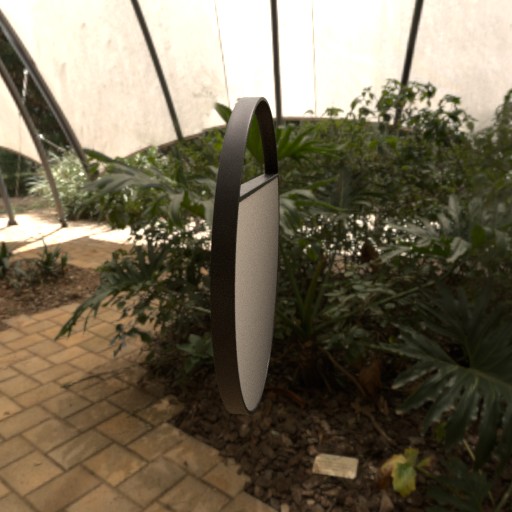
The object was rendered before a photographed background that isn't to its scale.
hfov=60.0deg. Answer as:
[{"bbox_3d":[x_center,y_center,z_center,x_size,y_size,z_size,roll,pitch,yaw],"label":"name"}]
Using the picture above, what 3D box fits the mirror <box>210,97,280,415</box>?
[{"bbox_3d":[0.000,0.000,0.836,0.032,0.565,0.565,2,14,9],"label":"mirror"}]
